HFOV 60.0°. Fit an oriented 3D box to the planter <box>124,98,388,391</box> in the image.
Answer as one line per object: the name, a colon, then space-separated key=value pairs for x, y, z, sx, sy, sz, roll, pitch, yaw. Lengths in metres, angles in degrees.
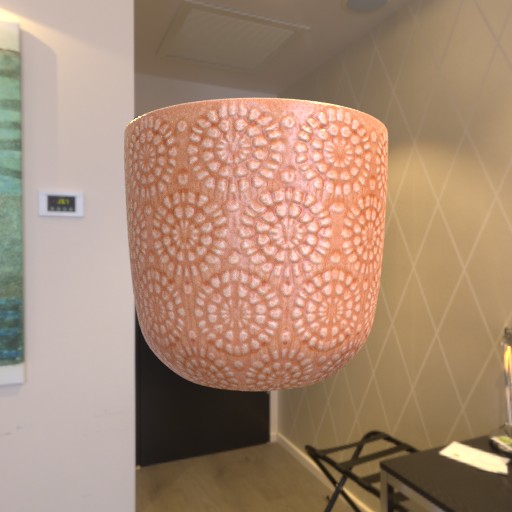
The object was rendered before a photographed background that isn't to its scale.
planter: x=0.000 y=0.000 z=0.365 sx=0.208 sy=0.190 sz=0.208 roll=0 pitch=1 yaw=0
